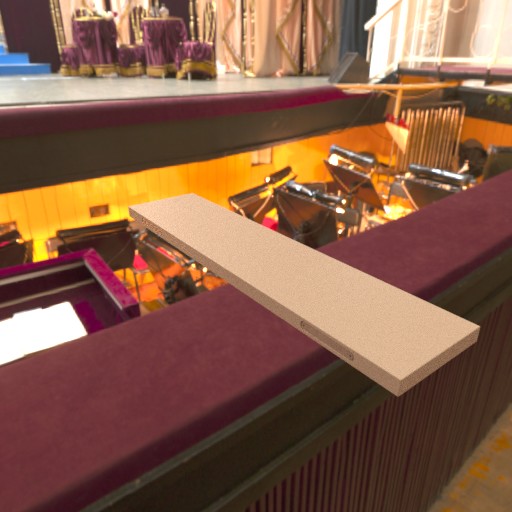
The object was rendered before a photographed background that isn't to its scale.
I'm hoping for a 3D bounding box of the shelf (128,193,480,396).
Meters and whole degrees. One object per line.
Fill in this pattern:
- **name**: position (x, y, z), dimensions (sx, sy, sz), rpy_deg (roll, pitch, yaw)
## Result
- **shelf**: position (0.000, 0.000, 0.660), dimensions (0.140, 0.020, 0.610), rpy_deg (-18, 31, -34)
